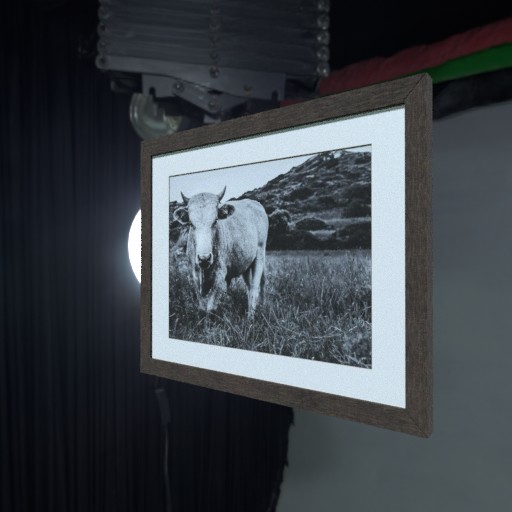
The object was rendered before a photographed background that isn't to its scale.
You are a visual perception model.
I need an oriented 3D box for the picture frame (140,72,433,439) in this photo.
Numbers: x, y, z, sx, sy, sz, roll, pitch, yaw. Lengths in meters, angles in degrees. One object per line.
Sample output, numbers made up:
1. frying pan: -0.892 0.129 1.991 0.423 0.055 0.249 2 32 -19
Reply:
1. picture frame: 0.000 0.000 0.722 0.546 0.455 0.026 0 0 36
